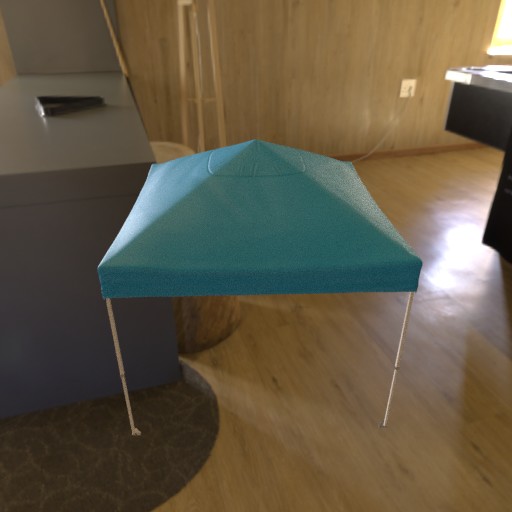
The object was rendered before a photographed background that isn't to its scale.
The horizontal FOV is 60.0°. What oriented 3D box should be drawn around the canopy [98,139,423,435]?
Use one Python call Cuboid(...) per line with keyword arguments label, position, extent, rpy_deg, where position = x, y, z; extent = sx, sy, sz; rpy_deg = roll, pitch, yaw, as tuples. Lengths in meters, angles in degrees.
Cuboid(label="canopy", position=(0.000, 0.000, 5.690), extent=(2.996, 2.997, 2.998), rpy_deg=(-1, 30, -2))
